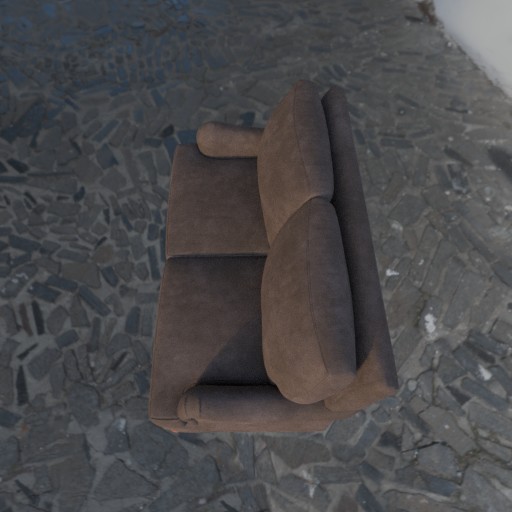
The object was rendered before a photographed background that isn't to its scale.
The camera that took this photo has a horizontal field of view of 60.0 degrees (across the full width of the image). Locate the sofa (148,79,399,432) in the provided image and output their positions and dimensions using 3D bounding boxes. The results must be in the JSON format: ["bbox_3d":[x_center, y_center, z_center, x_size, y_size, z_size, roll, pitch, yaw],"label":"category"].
[{"bbox_3d":[0.000,0.000,2.541,1.084,1.101,1.853,-1,59,-1],"label":"sofa"}]
